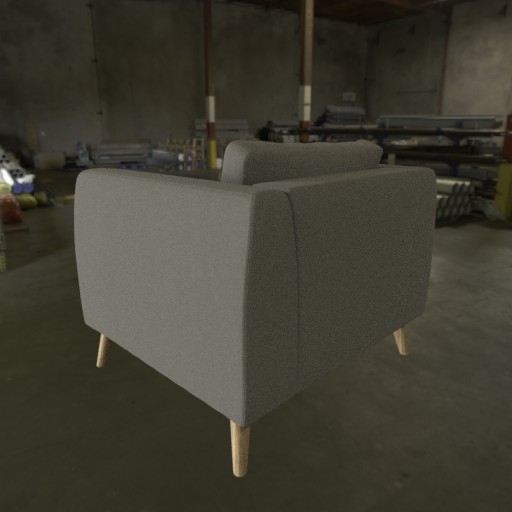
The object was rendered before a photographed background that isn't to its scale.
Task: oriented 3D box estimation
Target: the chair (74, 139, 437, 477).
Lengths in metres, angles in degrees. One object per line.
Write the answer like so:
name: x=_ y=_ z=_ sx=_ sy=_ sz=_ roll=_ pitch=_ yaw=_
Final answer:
chair: x=0.000 y=0.000 z=1.660 sx=0.930 sy=0.860 sz=1.000 roll=16 pitch=22 yaw=43
